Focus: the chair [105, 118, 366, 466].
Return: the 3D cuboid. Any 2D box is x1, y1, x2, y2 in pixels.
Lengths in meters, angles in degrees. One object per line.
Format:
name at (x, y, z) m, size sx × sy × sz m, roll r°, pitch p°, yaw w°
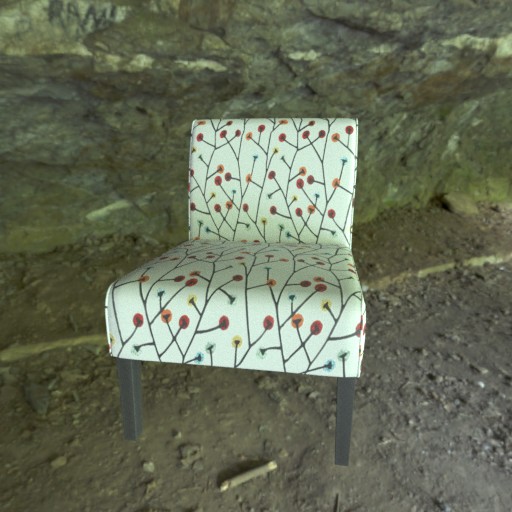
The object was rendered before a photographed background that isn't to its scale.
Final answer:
chair at (0.000, 0.000, 1.300) m, size 0.597 × 0.813 × 0.732 m, roll 2°, pitch 14°, yaw 10°
